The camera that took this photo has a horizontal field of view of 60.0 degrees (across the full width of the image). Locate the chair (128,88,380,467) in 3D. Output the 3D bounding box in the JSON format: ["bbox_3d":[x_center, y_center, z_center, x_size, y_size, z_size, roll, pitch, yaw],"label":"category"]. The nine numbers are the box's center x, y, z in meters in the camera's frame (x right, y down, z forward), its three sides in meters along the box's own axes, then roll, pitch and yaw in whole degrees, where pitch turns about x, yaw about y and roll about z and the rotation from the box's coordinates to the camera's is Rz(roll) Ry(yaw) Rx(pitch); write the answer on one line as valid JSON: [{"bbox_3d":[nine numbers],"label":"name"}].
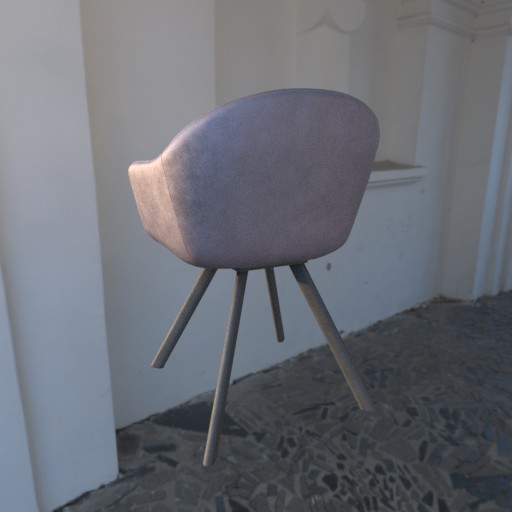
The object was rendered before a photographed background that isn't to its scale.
[{"bbox_3d":[0.000,0.000,1.172,0.567,0.781,0.544,-7,16,-25],"label":"chair"}]
